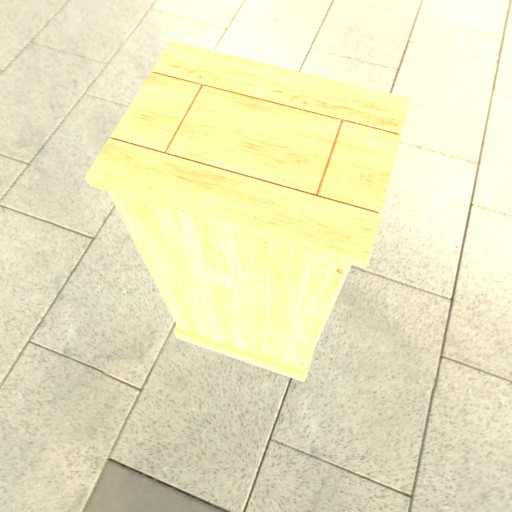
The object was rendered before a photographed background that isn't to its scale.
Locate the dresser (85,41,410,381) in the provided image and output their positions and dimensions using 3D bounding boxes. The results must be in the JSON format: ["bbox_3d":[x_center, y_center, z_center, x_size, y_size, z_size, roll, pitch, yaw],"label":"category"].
[{"bbox_3d":[0.000,0.000,1.323,0.531,1.041,0.390,17,65,8],"label":"dresser"}]
